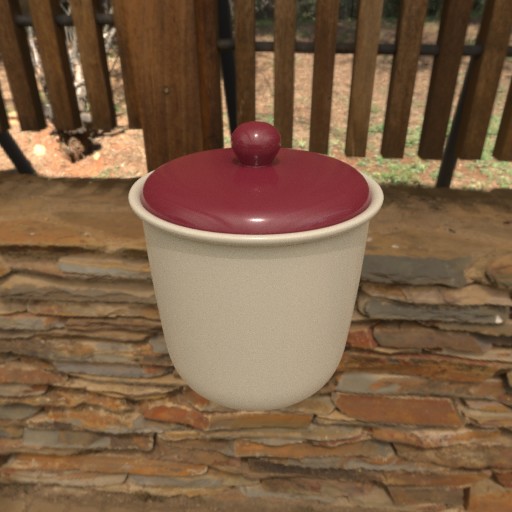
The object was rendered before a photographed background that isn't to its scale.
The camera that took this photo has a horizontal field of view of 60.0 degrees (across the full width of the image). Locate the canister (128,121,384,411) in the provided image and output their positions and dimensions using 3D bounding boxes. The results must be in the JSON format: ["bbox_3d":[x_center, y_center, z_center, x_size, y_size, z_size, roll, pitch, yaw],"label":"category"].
[{"bbox_3d":[0.000,0.000,0.353,0.182,0.208,0.182,0,28,0],"label":"canister"}]
